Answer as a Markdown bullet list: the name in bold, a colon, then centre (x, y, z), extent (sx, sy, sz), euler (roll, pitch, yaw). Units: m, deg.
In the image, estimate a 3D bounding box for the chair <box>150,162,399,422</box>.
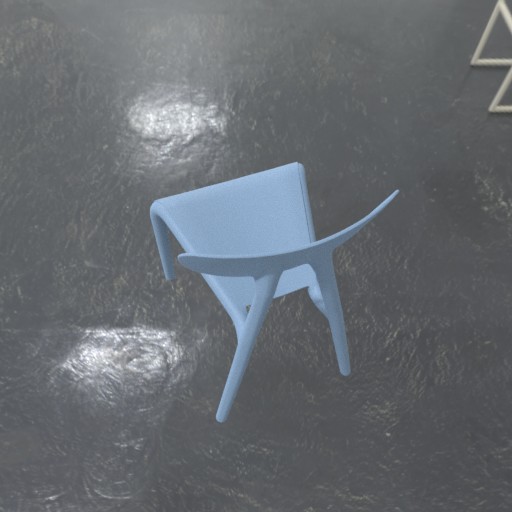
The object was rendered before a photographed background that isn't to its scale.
- **chair**: centre (0.000, 0.000, 0.834), extent (0.356, 0.580, 0.401), euler (-17, 59, -11)
